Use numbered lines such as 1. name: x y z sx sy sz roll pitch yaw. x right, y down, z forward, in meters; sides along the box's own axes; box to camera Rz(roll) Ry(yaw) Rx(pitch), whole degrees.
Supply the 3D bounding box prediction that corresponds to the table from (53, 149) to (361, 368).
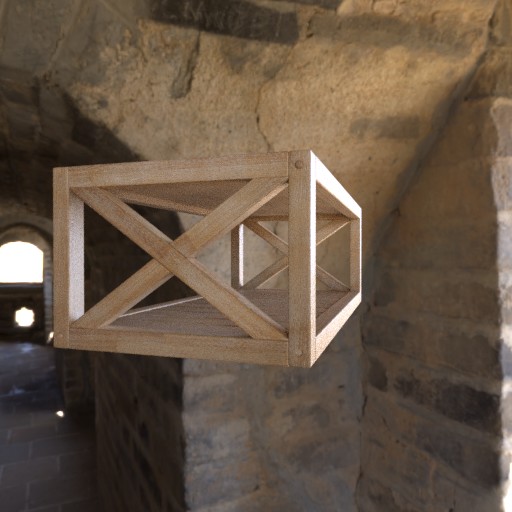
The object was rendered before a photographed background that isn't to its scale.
1. table: 0.000 0.000 1.643 0.660 0.457 1.321 0 1 18
